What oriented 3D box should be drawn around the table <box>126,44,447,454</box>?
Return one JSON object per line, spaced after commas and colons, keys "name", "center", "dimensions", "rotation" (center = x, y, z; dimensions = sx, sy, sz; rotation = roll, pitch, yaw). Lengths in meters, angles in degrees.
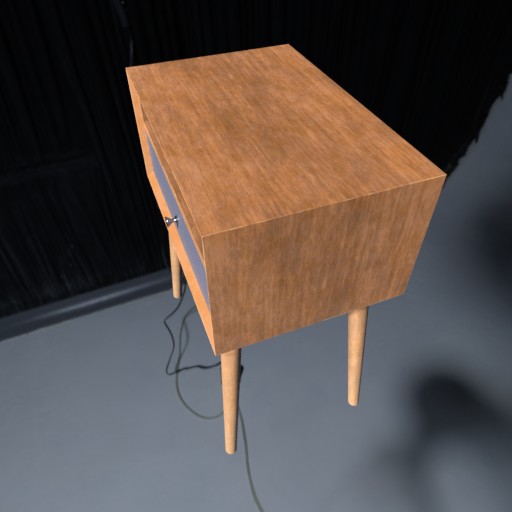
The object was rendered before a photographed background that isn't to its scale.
{"name": "table", "center": [0.000, 0.000, 0.839], "dimensions": [0.307, 0.580, 0.454], "rotation": [-15, 47, -15]}
